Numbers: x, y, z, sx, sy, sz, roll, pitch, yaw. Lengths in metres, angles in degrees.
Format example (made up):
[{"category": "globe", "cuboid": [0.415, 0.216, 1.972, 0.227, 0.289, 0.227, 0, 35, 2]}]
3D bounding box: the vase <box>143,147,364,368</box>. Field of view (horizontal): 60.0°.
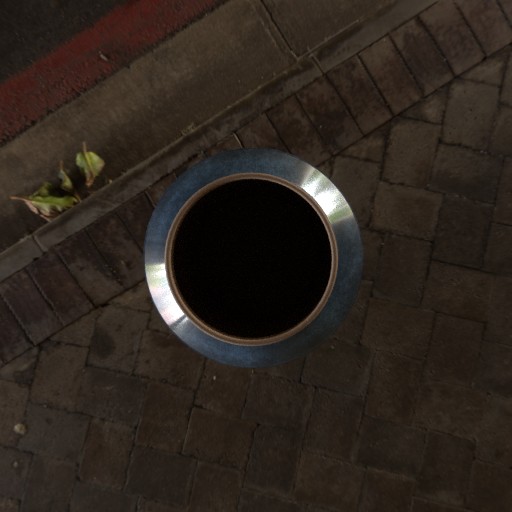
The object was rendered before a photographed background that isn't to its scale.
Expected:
[{"category": "vase", "cuboid": [0.000, 0.000, 0.401, 0.163, 0.316, 0.163, 0, 91, 1]}]
